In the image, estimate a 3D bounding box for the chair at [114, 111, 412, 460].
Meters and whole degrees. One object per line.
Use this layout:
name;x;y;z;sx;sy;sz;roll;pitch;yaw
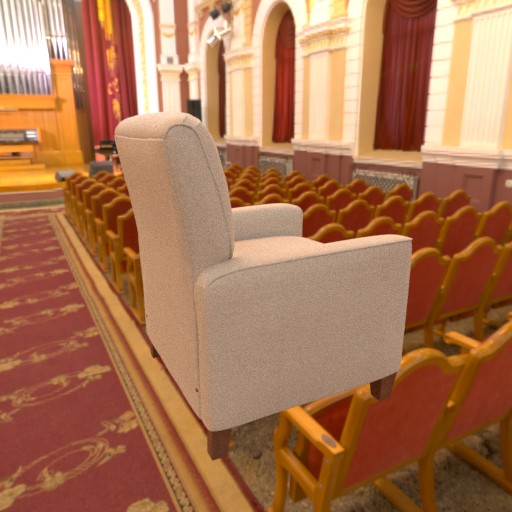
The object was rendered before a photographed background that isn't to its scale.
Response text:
chair;0.000;0.000;1.678;0.858;1.023;0.841;-8;18;-26
